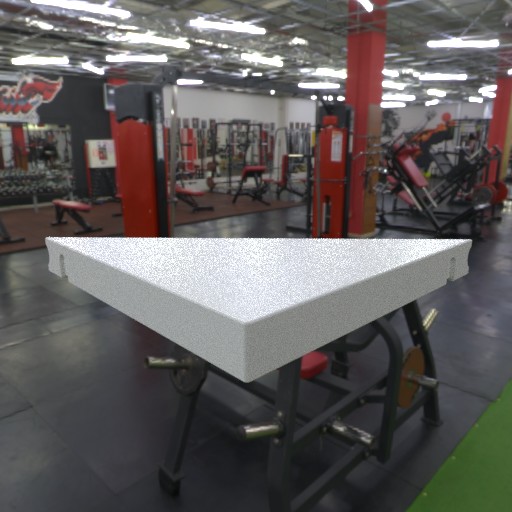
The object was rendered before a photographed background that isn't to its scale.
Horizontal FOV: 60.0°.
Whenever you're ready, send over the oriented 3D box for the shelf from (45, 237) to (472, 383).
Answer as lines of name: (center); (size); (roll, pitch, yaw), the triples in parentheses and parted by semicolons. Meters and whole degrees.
shelf: (0.000, 0.000, 0.433); (0.296, 0.035, 0.296); (-13, 19, -42)
